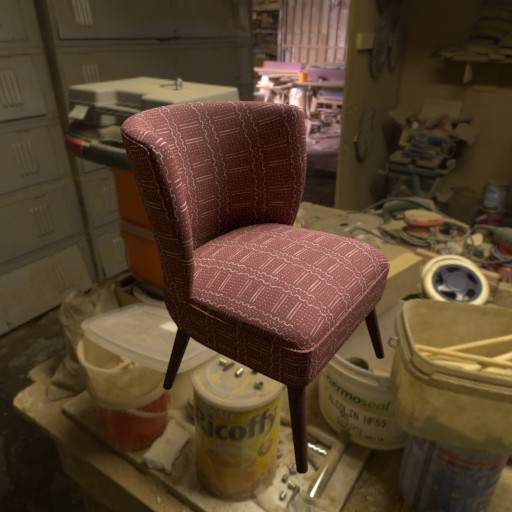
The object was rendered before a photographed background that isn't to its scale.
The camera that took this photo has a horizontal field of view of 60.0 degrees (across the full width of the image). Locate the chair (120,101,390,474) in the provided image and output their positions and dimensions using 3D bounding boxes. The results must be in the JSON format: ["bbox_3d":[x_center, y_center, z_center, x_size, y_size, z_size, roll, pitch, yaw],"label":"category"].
[{"bbox_3d":[0.000,0.000,1.423,0.758,0.866,0.706,18,32,31],"label":"chair"}]
